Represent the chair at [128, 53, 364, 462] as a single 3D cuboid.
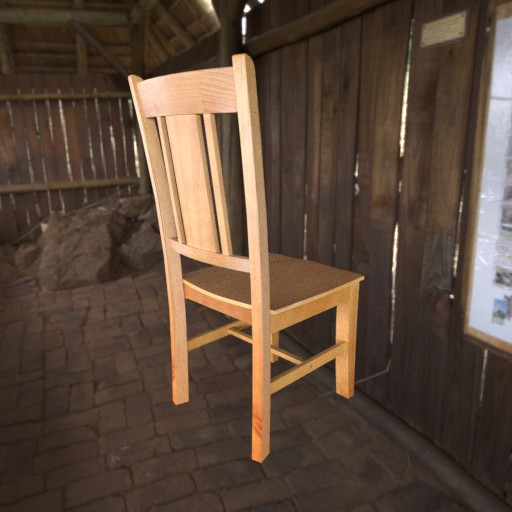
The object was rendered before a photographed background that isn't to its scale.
[{"bbox_3d":[0.000,0.000,1.320,0.556,0.998,0.450,-14,20,-43],"label":"chair"}]
